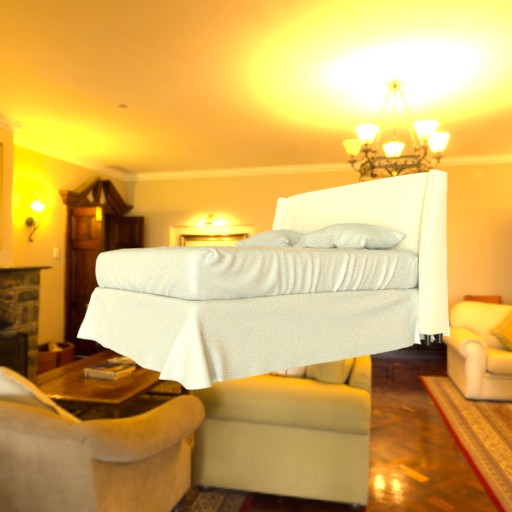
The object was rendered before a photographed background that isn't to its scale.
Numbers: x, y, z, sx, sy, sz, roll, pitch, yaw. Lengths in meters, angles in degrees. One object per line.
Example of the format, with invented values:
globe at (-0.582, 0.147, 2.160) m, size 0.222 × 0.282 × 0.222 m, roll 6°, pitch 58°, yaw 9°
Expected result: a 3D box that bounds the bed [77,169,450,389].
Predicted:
bed at (0.000, 0.000, 3.482) m, size 2.276 × 1.332 × 1.925 m, roll 1°, pitch -1°, yaw -36°
